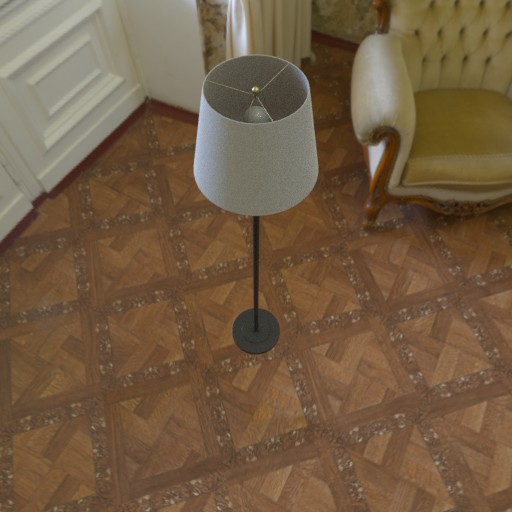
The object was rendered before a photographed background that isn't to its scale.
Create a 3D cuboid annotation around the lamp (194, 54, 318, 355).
[{"bbox_3d":[0.000,0.000,1.645,0.348,1.473,0.348,-15,59,-9],"label":"lamp"}]
